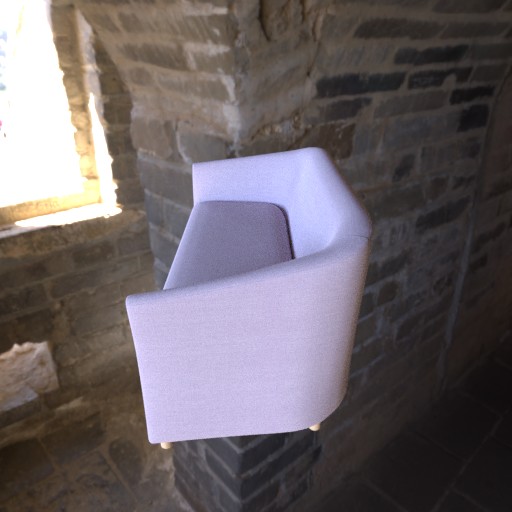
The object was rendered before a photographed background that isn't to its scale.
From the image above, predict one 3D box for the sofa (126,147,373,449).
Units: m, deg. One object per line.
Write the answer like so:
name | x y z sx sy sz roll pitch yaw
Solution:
sofa | 0.000 0.000 1.893 0.705 0.721 1.452 0 26 0
